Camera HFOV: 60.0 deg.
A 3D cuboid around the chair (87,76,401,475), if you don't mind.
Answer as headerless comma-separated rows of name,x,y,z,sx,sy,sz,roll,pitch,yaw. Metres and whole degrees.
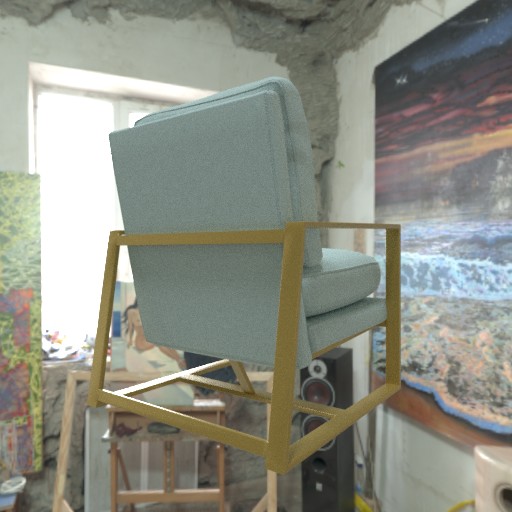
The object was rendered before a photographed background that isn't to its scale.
chair,0.000,0.000,1.522,0.758,0.956,0.813,0,1,37
